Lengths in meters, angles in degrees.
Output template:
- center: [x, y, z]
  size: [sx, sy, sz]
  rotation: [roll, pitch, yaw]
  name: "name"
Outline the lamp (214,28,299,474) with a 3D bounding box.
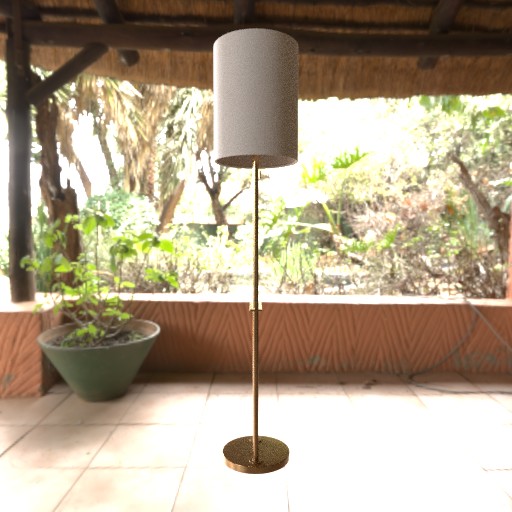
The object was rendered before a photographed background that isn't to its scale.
- center: [0.000, 0.000, 1.628]
  size: [0.305, 1.500, 0.306]
  rotation: [0, 2, 0]
  name: "lamp"
